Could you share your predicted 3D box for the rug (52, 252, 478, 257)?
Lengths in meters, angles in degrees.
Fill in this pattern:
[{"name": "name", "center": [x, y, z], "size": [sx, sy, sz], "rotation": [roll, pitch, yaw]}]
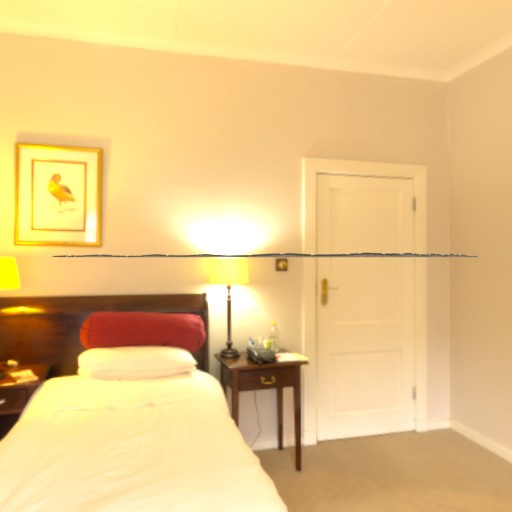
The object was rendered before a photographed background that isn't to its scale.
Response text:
[{"name": "rug", "center": [0.000, 0.000, 2.993], "size": [2.448, 0.017, 1.529], "rotation": [0, 0, 37]}]
